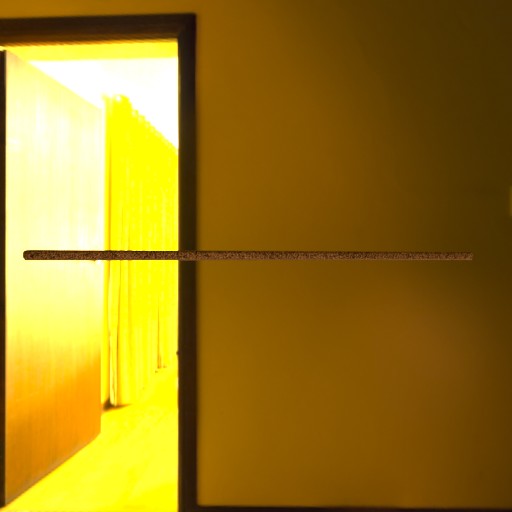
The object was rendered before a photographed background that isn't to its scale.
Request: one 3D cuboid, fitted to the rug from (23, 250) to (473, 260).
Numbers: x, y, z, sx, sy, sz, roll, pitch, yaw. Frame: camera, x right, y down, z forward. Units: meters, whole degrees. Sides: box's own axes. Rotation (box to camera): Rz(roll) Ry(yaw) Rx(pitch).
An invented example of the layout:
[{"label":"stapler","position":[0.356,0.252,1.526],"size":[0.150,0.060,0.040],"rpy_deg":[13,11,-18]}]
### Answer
[{"label":"rug","position":[0.000,0.000,1.717],"size":[1.524,0.030,0.609],"rpy_deg":[0,0,-18]}]
